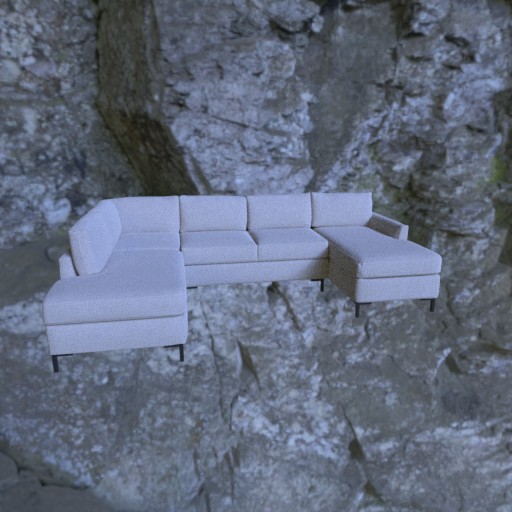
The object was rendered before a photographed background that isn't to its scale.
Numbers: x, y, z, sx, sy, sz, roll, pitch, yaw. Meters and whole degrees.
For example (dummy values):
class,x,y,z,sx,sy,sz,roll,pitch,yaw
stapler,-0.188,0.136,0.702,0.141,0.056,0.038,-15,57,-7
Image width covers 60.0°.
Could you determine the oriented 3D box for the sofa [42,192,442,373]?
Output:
class,x,y,z,sx,sy,sz,roll,pitch,yaw
sofa,0.000,0.000,3.816,2.984,0.862,1.989,-3,16,-10
